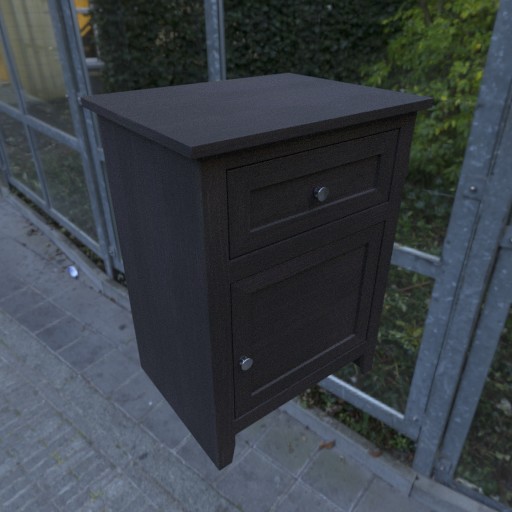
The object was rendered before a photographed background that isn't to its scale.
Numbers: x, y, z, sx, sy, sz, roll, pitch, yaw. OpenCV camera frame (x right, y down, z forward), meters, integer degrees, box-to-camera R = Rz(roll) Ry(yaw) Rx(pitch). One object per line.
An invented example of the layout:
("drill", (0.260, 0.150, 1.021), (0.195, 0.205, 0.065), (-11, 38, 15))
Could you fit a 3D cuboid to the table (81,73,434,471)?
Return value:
("table", (0.000, 0.000, 0.926), (0.480, 0.635, 0.381), (-21, 36, -32))
